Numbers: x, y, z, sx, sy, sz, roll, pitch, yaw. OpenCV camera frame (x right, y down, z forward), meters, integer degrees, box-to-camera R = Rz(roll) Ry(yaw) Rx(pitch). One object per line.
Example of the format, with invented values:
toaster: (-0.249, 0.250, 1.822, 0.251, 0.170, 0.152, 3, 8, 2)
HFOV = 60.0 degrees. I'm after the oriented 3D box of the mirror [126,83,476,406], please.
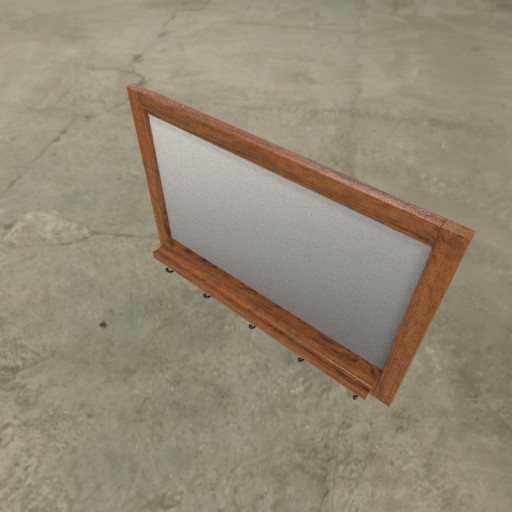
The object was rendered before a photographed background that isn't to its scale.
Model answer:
mirror: (0.000, 0.000, 0.982, 0.758, 0.537, 0.084, 30, 53, 26)
